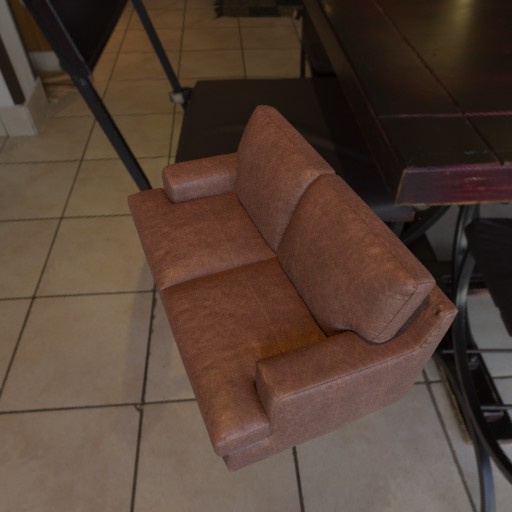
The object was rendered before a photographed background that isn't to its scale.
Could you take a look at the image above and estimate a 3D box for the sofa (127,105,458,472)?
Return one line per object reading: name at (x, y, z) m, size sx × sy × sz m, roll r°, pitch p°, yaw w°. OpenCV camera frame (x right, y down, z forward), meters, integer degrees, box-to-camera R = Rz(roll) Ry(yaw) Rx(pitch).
sofa at (0.000, 0.000, 2.513) m, size 1.143 × 0.939 × 1.880 m, roll -17°, pitch 48°, yaw -16°
